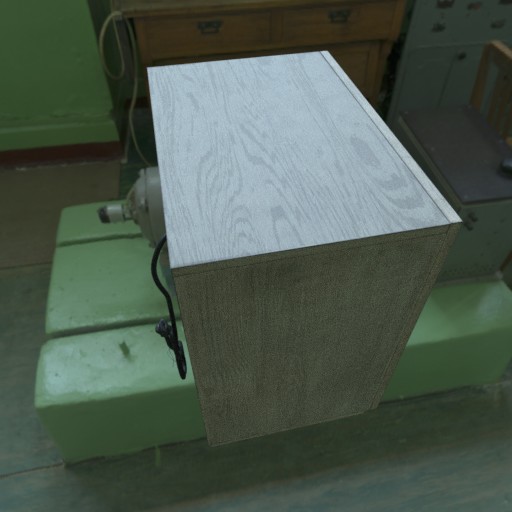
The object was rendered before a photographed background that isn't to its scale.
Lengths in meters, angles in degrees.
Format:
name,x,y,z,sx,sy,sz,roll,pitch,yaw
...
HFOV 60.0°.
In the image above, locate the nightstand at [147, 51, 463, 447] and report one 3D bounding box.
name,x,y,z,sx,sy,sz,roll,pitch,yaw
nightstand,0.000,0.000,1.054,0.483,0.673,0.612,-9,48,-8
